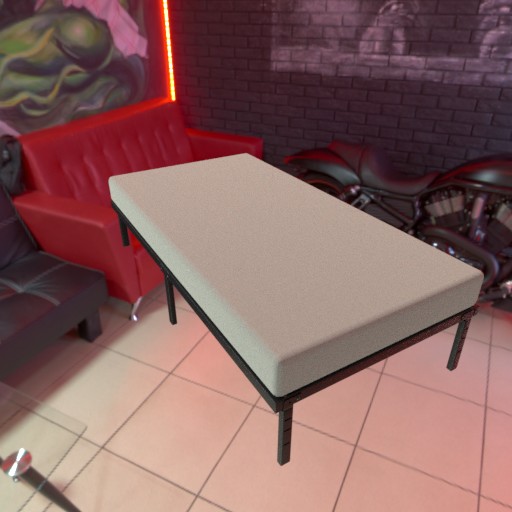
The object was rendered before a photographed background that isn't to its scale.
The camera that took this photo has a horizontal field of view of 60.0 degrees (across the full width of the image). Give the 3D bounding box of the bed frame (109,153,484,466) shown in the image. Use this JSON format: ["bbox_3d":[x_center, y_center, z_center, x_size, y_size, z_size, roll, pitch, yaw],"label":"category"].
[{"bbox_3d":[0.000,0.000,3.234,1.393,0.680,2.635,-16,34,-27],"label":"bed frame"}]
